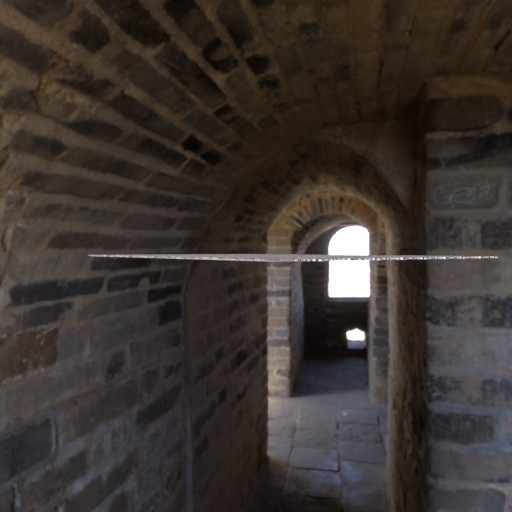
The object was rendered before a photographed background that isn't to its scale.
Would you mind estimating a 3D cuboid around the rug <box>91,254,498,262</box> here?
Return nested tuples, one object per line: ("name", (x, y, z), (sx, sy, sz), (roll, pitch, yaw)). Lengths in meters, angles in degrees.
("rug", (0.000, 0.000, 2.433), (1.237, 0.010, 2.029), (0, 1, -37))
